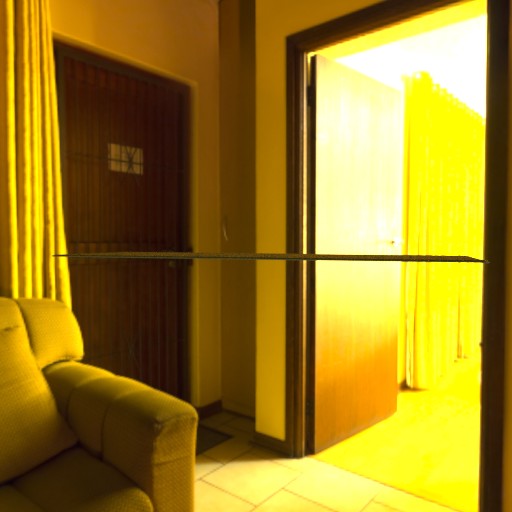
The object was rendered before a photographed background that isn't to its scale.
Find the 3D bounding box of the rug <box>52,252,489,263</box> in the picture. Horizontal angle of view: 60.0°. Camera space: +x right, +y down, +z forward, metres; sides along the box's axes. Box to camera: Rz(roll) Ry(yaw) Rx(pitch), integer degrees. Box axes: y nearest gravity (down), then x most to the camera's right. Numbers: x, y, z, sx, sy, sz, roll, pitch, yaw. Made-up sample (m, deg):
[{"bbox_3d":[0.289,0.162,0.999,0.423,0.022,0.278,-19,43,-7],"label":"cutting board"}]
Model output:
[{"bbox_3d":[0.000,0.000,2.432,2.196,0.011,0.662,1,2,19],"label":"rug"}]
